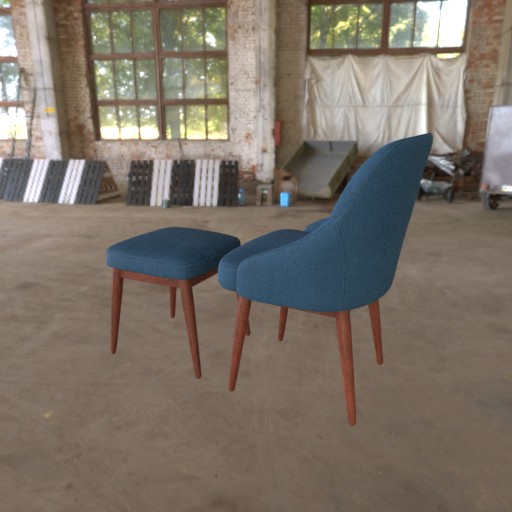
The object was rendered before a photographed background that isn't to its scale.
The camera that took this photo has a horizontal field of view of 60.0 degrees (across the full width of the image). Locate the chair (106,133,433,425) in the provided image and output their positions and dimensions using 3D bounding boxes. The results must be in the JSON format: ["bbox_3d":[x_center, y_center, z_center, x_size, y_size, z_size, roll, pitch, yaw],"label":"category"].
[{"bbox_3d":[0.000,0.000,1.608,1.114,0.866,0.584,8,18,26],"label":"chair"}]
